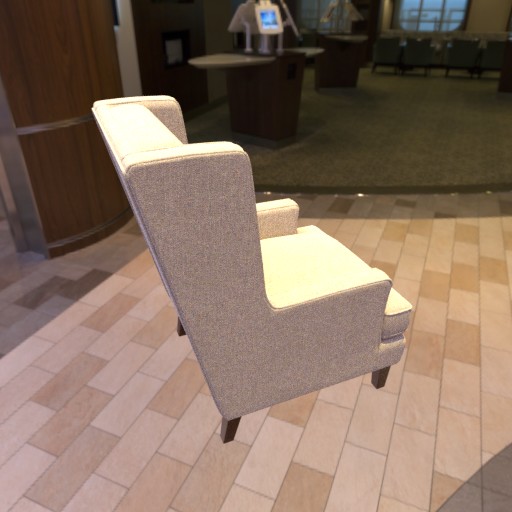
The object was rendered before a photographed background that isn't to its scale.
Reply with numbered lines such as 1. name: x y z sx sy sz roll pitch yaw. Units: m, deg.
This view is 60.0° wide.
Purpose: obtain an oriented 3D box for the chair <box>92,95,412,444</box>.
1. chair: 0.000 0.000 1.685 0.948 1.082 0.764 -12 32 -20
